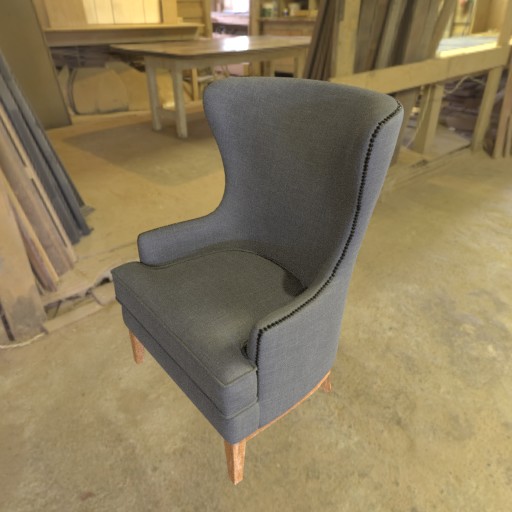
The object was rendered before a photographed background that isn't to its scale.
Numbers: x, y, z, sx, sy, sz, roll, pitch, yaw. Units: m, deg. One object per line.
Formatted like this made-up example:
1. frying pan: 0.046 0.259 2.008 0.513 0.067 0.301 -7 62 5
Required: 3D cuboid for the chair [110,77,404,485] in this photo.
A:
1. chair: 0.000 0.000 1.714 0.883 1.176 0.864 -22 37 -33
